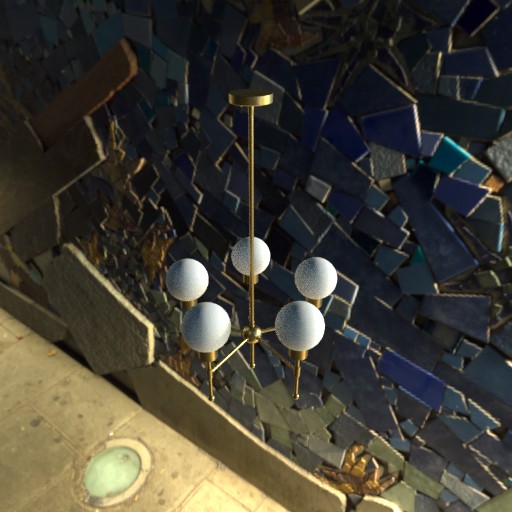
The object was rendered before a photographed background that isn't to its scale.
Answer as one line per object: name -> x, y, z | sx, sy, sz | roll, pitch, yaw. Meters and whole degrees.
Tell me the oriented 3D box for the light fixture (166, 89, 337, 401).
light fixture -> 0.000, 0.000, 1.912 | 0.815, 1.331, 0.785 | -21, 35, -32
